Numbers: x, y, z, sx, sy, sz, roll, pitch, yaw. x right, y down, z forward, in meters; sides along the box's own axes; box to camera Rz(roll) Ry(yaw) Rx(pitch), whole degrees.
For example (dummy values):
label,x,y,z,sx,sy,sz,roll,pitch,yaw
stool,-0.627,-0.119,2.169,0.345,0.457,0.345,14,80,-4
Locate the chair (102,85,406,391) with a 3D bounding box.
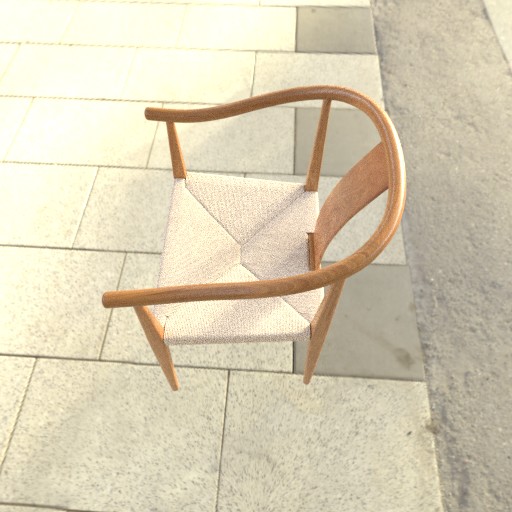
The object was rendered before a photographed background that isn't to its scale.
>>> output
label,x,y,z,sx,sy,sz,roll,pitch,yaw
chair,0.000,0.000,1.205,0.579,0.800,0.556,1,59,1
